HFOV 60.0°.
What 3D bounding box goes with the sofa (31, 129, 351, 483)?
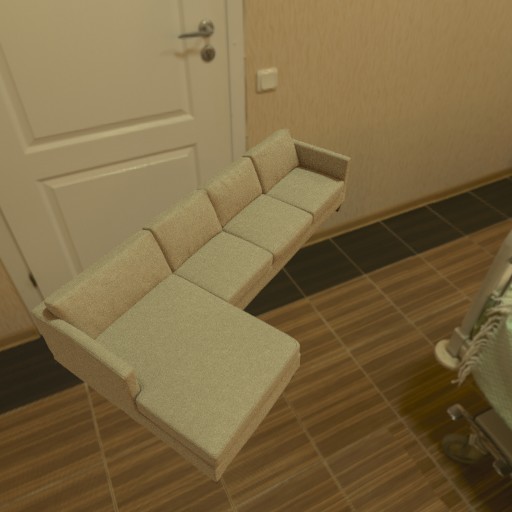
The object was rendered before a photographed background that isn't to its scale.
[{"bbox_3d":[0.000,0.000,3.849,1.625,0.846,3.186,25,48,25],"label":"sofa"}]
